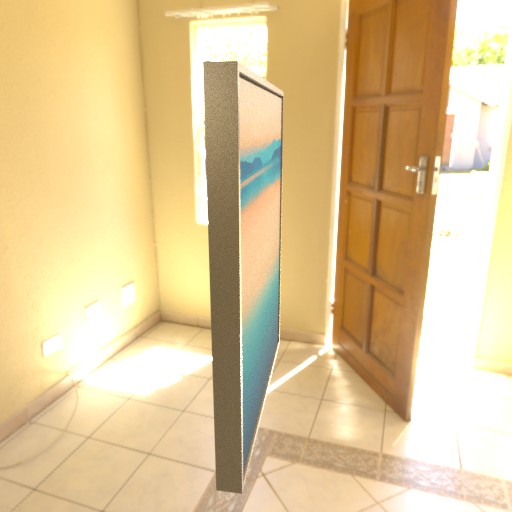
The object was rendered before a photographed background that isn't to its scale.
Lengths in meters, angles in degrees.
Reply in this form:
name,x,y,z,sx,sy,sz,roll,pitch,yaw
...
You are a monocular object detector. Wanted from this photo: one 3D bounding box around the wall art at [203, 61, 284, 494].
name,x,y,z,sx,sy,sz,roll,pitch,yaw
wall art,0.000,0.000,0.753,0.037,0.554,0.453,3,17,9
